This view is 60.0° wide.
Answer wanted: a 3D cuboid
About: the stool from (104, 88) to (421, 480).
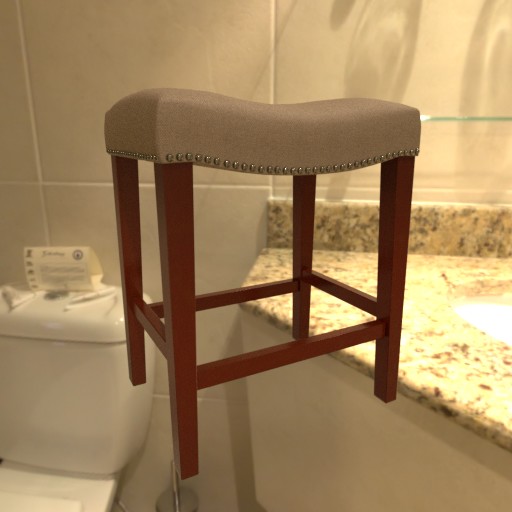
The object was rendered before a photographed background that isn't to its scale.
[{"bbox_3d":[0.000,0.000,0.925,0.509,0.632,0.375,-8,17,-28],"label":"stool"}]
